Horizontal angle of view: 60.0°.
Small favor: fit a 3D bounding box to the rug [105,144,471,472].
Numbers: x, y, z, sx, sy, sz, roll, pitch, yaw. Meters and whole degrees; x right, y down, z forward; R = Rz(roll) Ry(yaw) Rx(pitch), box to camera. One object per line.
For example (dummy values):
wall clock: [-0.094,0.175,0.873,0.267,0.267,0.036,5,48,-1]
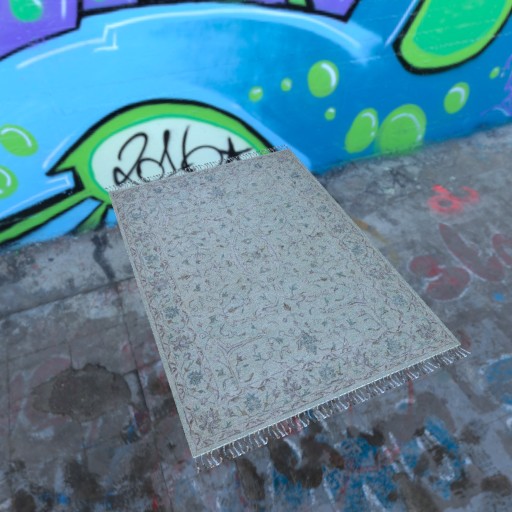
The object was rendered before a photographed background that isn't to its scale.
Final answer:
rug: [0.000,0.000,2.303,1.247,0.008,1.802,-17,48,-16]
